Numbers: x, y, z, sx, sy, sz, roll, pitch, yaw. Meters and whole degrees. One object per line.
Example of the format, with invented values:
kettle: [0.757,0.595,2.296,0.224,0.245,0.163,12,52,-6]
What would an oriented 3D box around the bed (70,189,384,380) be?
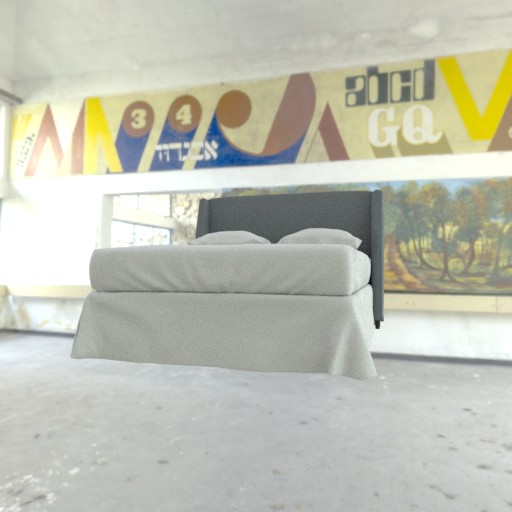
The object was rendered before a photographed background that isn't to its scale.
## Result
bed: [0.000,0.000,3.530,1.925,1.332,2.276,0,-2,17]
